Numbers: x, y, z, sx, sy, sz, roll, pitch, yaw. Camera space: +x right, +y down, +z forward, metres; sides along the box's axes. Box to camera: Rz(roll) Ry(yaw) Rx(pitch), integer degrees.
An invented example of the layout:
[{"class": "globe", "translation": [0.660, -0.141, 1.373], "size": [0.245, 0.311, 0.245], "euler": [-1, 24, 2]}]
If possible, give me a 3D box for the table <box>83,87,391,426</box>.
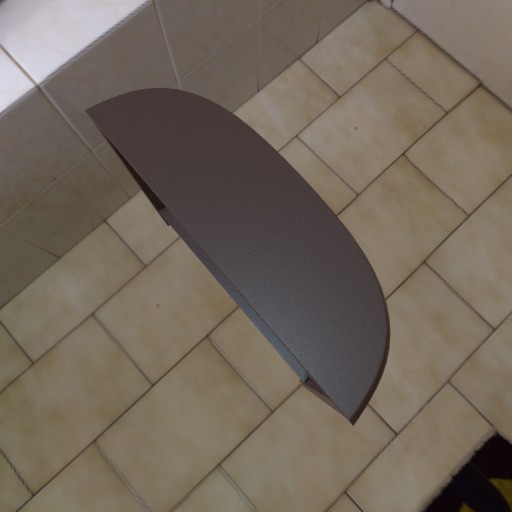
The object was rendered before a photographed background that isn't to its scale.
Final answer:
[{"class": "table", "translation": [0.000, 0.000, 1.357], "size": [0.274, 0.831, 0.909], "euler": [-40, 80, -8]}]
